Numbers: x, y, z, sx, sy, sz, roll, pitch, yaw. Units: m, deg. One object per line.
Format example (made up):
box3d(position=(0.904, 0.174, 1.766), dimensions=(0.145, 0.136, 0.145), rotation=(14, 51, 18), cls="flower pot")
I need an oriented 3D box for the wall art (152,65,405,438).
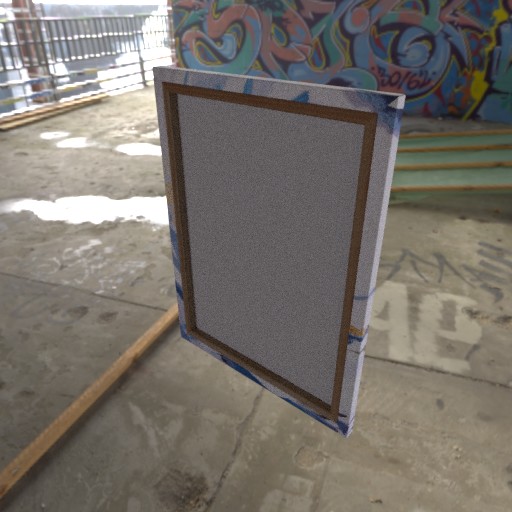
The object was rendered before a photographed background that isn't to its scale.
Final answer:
box3d(position=(0.000, 0.000, 1.348), dimensions=(0.761, 1.015, 0.038), rotation=(22, 36, 34), cls="wall art")
